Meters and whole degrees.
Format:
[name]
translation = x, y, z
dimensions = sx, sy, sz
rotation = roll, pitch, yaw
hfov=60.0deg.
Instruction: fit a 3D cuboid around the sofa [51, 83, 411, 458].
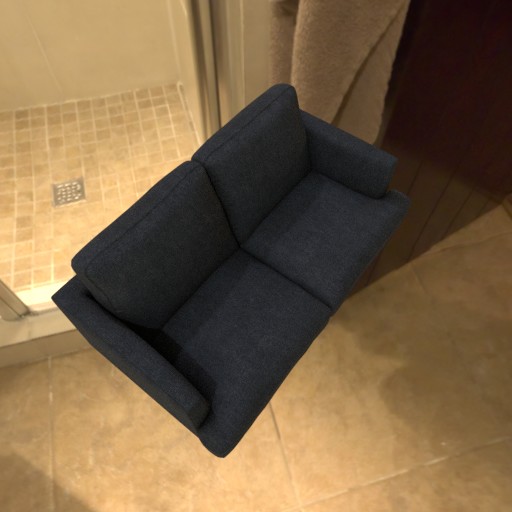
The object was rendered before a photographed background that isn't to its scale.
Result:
[sofa]
translation = 0.000, 0.000, 2.137
dimensions = 0.903, 0.944, 1.582
rotation = 33, 64, 19
